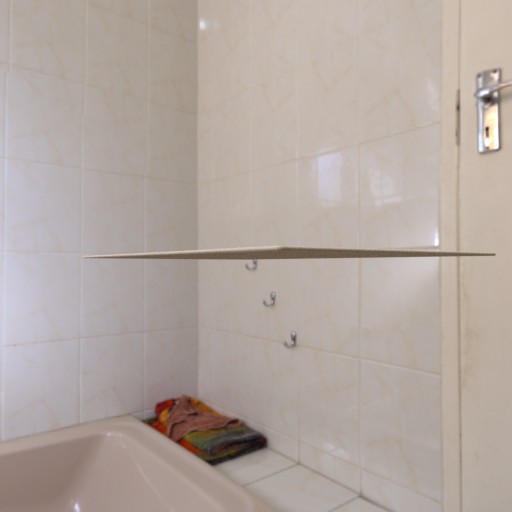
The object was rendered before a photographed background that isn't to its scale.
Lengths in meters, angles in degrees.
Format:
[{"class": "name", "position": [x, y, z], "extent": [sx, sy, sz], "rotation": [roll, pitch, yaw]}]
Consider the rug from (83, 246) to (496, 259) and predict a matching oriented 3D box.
[{"class": "rug", "position": [0.000, 0.000, 2.299], "extent": [1.238, 0.014, 1.848], "rotation": [1, -1, -37]}]
